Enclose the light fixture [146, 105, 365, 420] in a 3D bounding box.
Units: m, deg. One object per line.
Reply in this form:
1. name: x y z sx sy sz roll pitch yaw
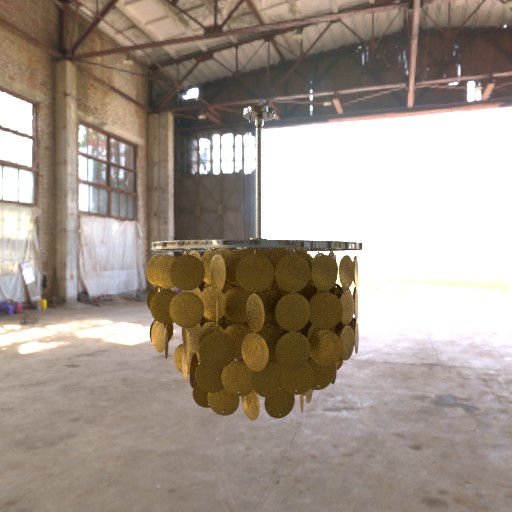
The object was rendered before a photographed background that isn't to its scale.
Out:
1. light fixture: 0.000 0.000 0.752 0.368 0.492 0.368 0 0 0
